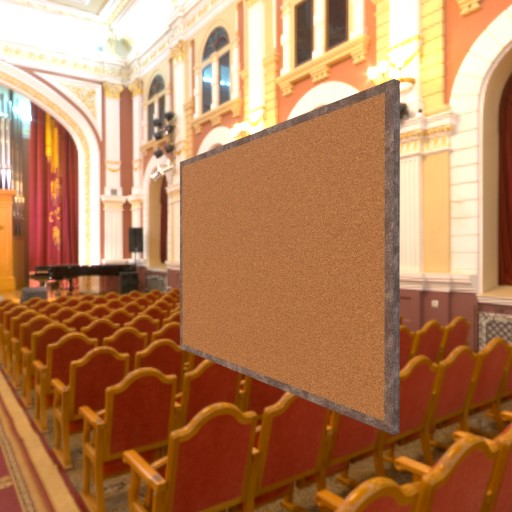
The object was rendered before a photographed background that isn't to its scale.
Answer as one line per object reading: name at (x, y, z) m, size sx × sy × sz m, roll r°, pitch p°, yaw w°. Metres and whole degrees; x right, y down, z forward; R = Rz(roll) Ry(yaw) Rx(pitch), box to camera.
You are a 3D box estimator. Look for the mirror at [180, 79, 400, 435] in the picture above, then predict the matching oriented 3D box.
mirror at (0.000, 0.000, 1.446) m, size 0.022 × 0.795 × 1.101 m, roll 0°, pitch 0°, yaw -35°
